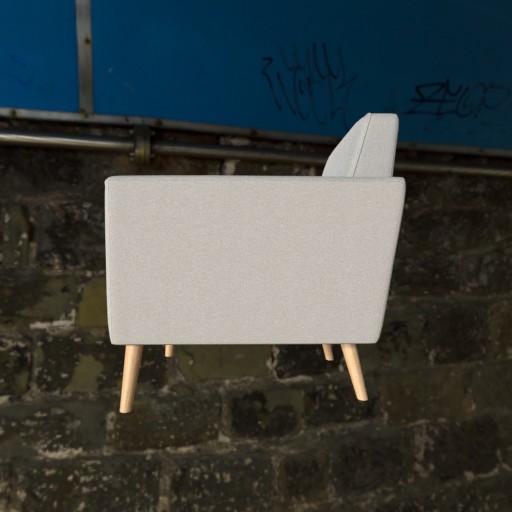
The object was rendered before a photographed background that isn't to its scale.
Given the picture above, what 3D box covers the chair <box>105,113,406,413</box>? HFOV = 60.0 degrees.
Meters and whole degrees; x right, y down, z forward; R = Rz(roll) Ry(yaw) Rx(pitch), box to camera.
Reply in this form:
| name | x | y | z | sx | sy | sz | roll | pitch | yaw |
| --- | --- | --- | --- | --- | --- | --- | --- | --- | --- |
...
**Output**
| name | x | y | z | sx | sy | sz | roll | pitch | yaw |
| --- | --- | --- | --- | --- | --- | --- | --- | --- | --- |
| chair | 0.000 | 0.000 | 1.434 | 0.750 | 0.780 | 0.780 | 0 | 0 | -1 |
